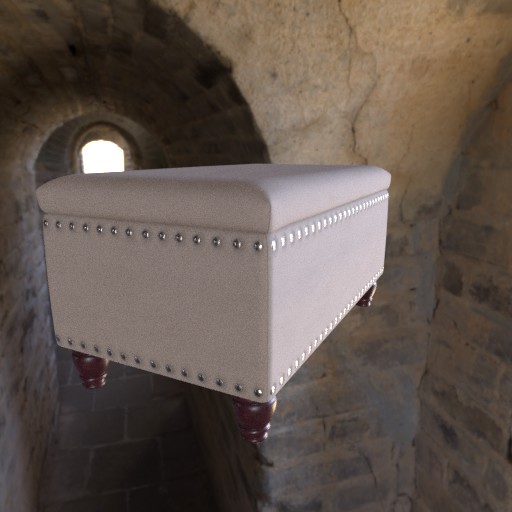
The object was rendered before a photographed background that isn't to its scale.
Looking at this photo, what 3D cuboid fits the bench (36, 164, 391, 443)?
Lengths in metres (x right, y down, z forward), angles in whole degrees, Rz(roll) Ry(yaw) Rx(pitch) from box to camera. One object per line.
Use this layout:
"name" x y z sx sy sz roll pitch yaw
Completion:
"bench" 0.000 0.000 1.159 0.500 0.449 0.887 7 15 26
